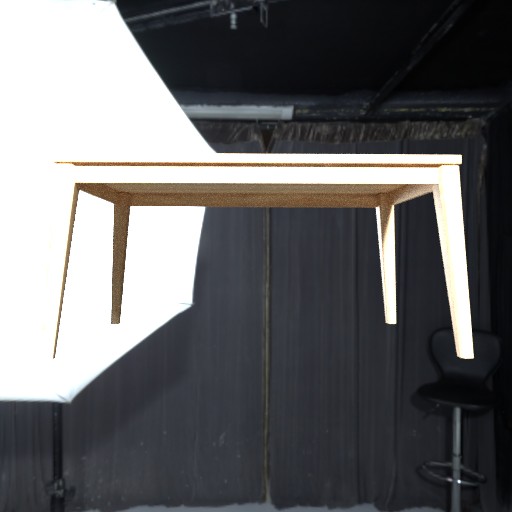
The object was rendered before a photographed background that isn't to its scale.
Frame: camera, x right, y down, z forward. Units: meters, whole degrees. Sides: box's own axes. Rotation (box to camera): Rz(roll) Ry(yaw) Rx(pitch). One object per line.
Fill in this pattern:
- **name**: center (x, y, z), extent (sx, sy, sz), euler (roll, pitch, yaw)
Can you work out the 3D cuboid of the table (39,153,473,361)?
- **table**: center (0.000, 0.000, 2.073), extent (1.600, 0.760, 0.900), euler (0, 0, -1)
